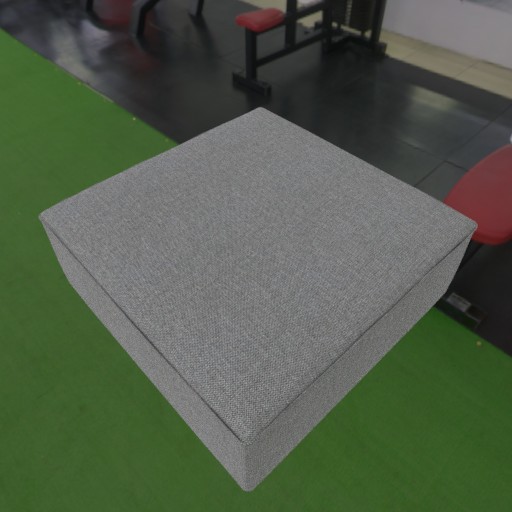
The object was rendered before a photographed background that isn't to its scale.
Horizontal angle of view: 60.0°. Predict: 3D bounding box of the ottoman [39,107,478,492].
[{"bbox_3d":[0.000,0.000,1.526,1.017,0.423,1.023,-34,56,-27],"label":"ottoman"}]
